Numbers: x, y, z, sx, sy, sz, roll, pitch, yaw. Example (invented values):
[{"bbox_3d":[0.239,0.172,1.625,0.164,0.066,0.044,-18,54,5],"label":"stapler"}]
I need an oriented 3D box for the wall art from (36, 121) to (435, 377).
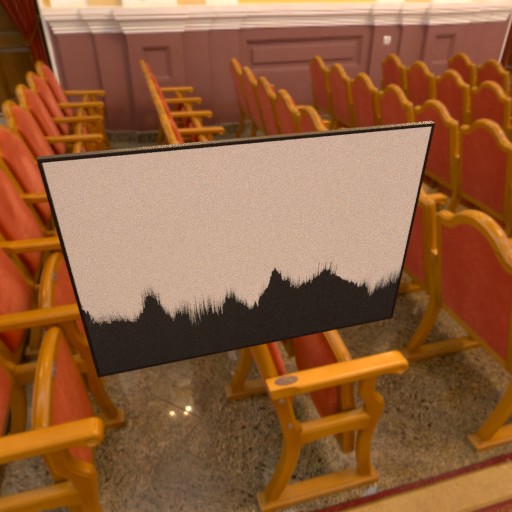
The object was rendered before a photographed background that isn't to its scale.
[{"bbox_3d":[0.000,0.000,1.221,0.957,0.660,0.019,-9,34,-13],"label":"wall art"}]
